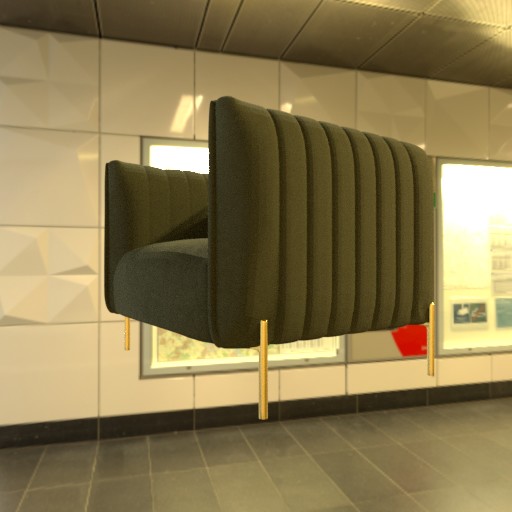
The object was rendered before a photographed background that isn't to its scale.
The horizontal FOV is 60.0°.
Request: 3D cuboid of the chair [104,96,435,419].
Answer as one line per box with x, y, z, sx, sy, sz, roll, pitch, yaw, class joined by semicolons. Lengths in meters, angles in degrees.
0.000;0.000;1.666;0.877;0.794;1.032;0;0;-35;chair
